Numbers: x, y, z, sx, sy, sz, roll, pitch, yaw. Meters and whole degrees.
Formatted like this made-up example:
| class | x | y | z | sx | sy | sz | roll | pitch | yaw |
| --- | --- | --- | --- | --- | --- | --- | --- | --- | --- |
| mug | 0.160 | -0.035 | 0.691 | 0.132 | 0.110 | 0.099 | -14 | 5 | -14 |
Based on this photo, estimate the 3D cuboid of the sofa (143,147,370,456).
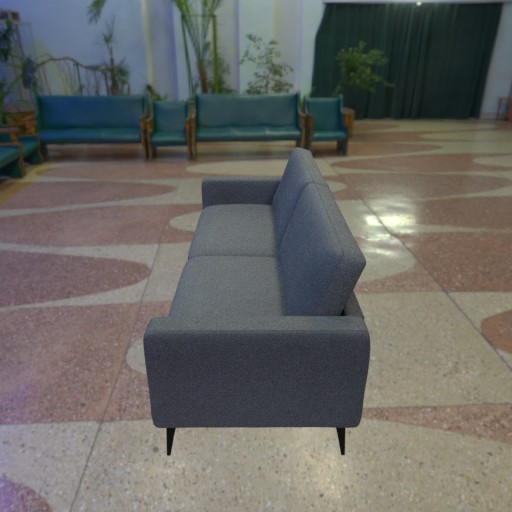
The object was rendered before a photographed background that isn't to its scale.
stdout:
| class | x | y | z | sx | sy | sz | roll | pitch | yaw |
| --- | --- | --- | --- | --- | --- | --- | --- | --- | --- |
| sofa | 0.000 | 0.000 | 2.390 | 0.774 | 0.828 | 1.925 | 0 | 26 | 0 |
